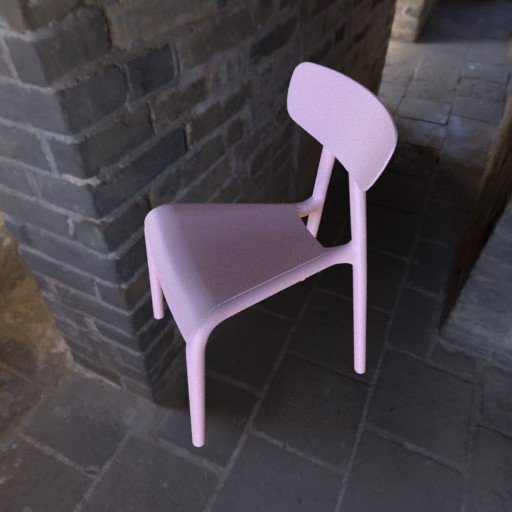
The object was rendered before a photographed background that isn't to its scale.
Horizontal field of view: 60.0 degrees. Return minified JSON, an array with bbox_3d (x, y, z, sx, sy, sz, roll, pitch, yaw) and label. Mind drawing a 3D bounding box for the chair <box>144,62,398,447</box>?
[{"bbox_3d":[0.000,0.000,0.825,0.401,0.580,0.356,-16,47,-16],"label":"chair"}]
